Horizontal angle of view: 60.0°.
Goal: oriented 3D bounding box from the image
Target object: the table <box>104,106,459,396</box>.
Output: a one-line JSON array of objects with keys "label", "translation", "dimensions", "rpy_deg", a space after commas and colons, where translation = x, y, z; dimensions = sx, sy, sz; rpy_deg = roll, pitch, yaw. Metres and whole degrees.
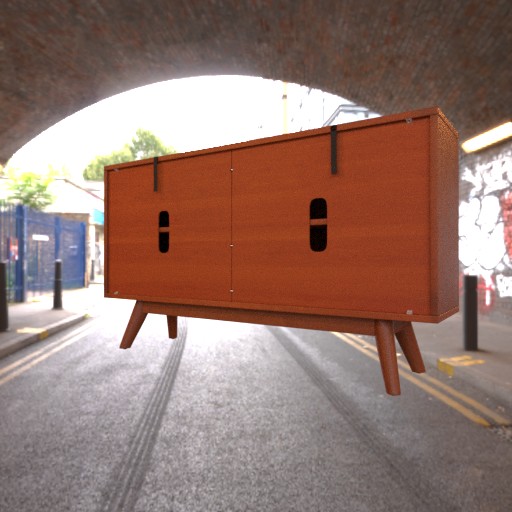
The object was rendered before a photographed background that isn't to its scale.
[{"label": "table", "translation": [0.000, 0.000, 1.496], "dimensions": [1.220, 0.698, 0.308], "rpy_deg": [0, 0, 34]}]
